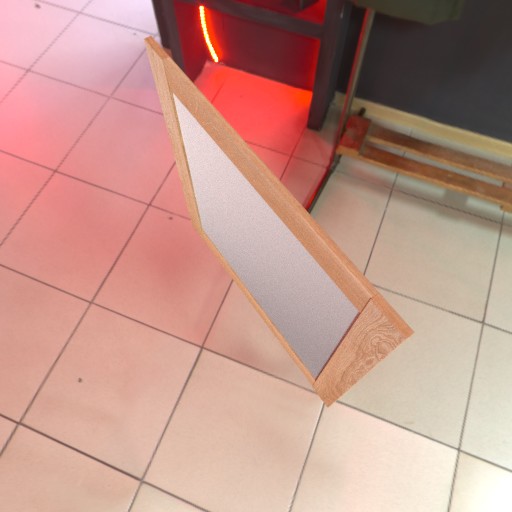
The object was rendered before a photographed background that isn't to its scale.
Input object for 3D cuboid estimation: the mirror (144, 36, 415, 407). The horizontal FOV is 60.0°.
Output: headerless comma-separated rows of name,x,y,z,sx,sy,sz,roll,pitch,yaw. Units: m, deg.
mirror,0.000,0.000,1.165,0.020,0.800,0.800,-33,68,-15
